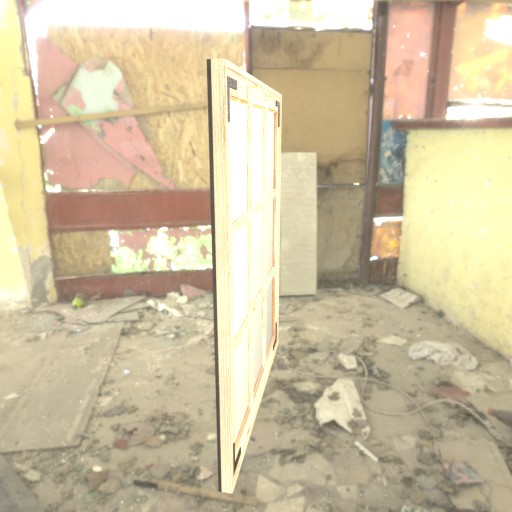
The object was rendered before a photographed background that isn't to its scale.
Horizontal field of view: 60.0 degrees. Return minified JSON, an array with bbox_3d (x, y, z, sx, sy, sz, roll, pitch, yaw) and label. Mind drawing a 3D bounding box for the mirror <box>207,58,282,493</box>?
[{"bbox_3d":[0.000,0.000,1.204,0.032,0.882,0.730,3,16,10],"label":"mirror"}]
